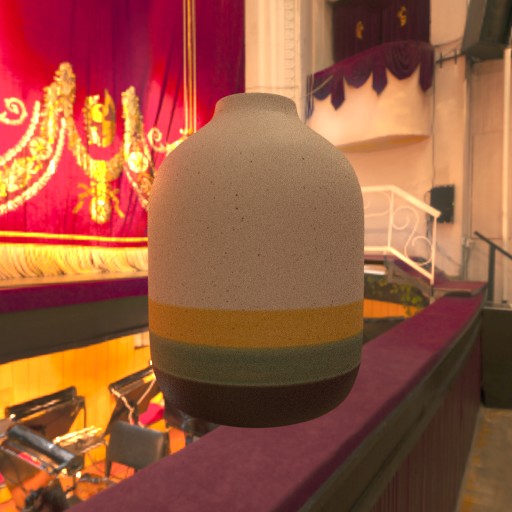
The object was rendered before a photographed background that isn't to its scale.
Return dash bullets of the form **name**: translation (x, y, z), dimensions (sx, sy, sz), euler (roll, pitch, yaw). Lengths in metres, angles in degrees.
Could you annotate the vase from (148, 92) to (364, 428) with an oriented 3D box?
- **vase**: translation (0.000, 0.000, 0.357), dimensions (0.169, 0.240, 0.169), euler (0, 2, 0)
